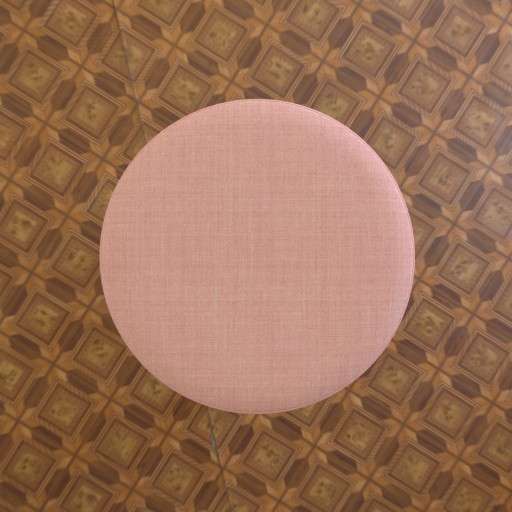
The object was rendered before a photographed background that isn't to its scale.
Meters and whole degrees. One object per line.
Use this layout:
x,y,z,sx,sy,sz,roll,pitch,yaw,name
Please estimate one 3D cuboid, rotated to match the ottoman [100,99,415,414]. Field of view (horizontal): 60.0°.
0.000,0.000,0.737,0.400,0.406,0.400,0,90,-1,ottoman
